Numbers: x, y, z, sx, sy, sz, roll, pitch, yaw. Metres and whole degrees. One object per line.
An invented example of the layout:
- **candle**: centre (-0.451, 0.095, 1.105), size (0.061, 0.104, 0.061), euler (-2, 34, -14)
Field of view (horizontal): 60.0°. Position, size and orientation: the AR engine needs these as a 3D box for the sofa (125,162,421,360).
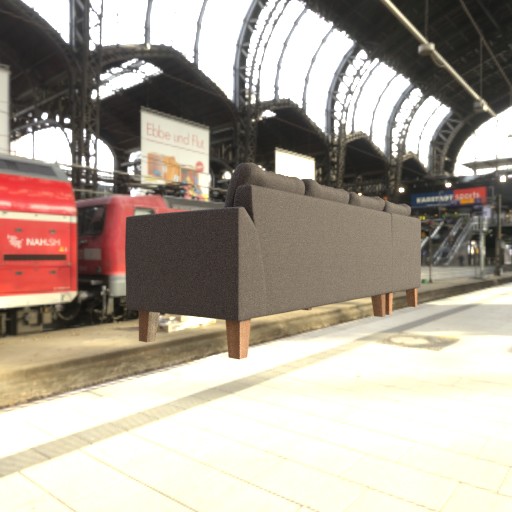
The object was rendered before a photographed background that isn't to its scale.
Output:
- **sofa**: centre (0.000, 0.000, 3.559), size (1.829, 0.932, 2.679), euler (0, 0, 37)
